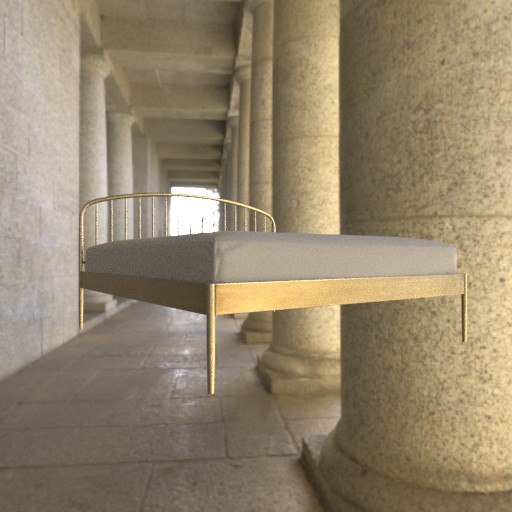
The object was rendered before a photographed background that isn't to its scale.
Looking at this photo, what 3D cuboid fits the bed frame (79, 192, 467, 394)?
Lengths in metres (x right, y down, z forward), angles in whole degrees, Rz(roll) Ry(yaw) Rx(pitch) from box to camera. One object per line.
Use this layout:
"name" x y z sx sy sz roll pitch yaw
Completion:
"bed frame" 0.000 0.000 3.314 2.016 1.174 2.152 0 0 -36
